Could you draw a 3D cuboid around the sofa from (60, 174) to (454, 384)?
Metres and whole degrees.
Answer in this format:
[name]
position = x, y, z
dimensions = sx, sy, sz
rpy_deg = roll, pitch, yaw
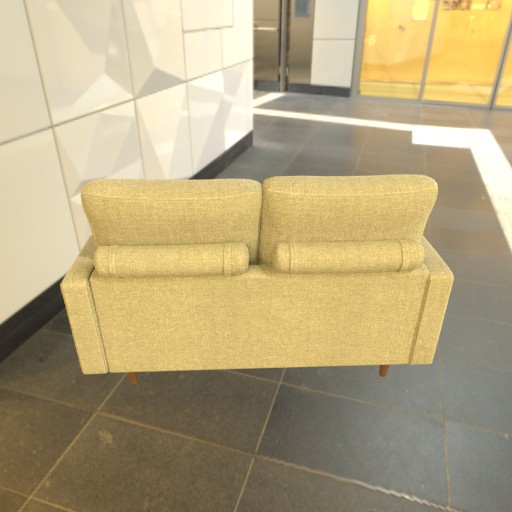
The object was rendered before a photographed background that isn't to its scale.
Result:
[sofa]
position = 0.000, 0.000, 1.954
dimensions = 1.407, 0.907, 0.842
rpy_deg = -1, 30, -2
